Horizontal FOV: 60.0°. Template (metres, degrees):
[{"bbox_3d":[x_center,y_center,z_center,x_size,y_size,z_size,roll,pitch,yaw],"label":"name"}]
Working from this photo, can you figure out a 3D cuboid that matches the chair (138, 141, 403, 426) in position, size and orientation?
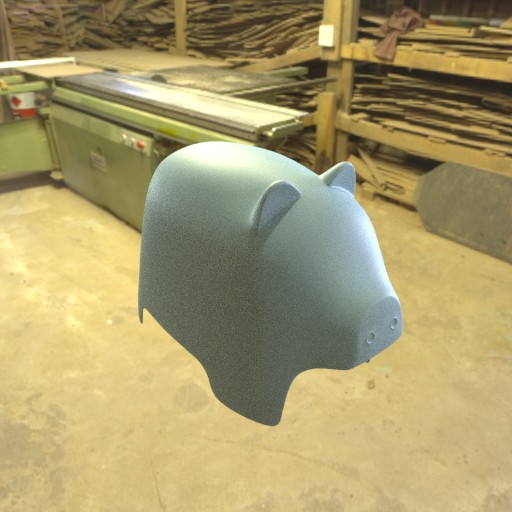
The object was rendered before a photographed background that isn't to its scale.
[{"bbox_3d":[0.000,0.000,0.874,0.364,0.423,0.619,-22,36,-33],"label":"chair"}]
